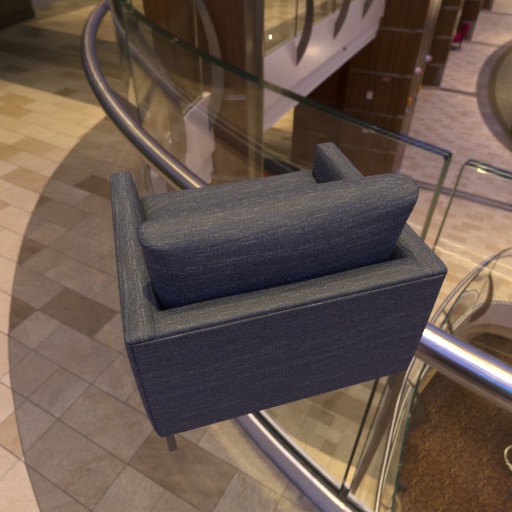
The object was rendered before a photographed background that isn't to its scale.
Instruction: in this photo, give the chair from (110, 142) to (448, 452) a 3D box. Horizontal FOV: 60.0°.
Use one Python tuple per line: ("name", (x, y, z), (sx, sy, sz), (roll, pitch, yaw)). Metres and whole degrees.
("chair", (0.000, 0.000, 1.628), (0.963, 0.861, 0.866), (-11, 42, -12))
